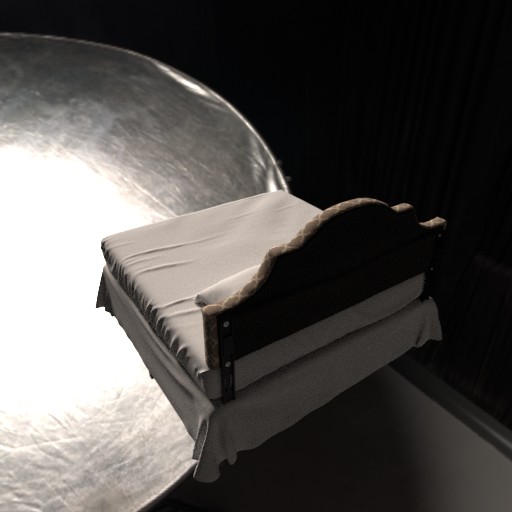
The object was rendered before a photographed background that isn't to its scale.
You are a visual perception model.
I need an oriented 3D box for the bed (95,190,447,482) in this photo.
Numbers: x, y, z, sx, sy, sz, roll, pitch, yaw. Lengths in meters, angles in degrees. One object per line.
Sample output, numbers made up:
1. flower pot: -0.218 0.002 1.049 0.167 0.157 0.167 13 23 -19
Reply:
1. bed: 0.000 0.000 3.616 2.314 1.601 2.222 -19 35 -29
